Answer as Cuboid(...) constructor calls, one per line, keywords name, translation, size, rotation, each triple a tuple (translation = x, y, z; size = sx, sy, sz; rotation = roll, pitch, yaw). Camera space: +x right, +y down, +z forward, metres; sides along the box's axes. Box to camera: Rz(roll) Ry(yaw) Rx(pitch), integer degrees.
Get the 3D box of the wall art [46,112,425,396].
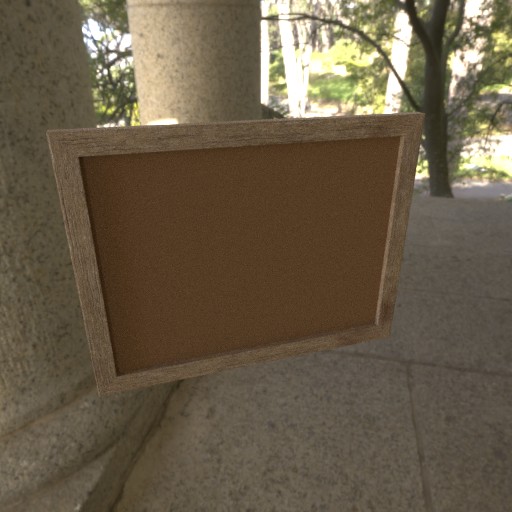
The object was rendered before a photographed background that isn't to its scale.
Cuboid(name="wall art", translation=(0.000, 0.000, 0.907), size=(0.690, 0.535, 0.026), rotation=(-8, 27, -16))
